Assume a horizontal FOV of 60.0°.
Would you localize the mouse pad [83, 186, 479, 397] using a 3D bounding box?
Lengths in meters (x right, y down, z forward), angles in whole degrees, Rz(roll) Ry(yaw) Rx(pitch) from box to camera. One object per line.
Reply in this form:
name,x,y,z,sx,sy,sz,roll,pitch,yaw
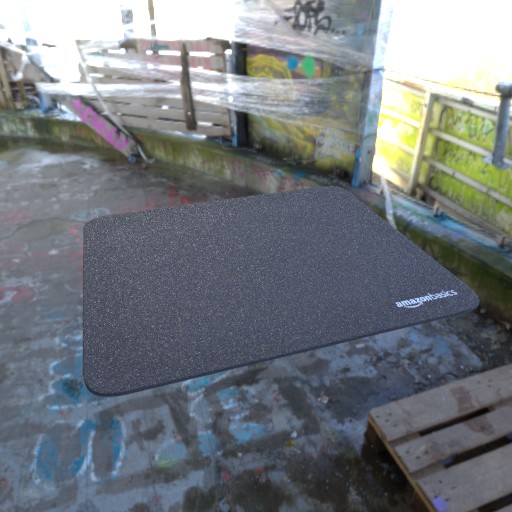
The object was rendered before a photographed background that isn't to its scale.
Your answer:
mouse pad,0.000,0.000,0.336,0.249,0.002,0.211,-10,33,-15
